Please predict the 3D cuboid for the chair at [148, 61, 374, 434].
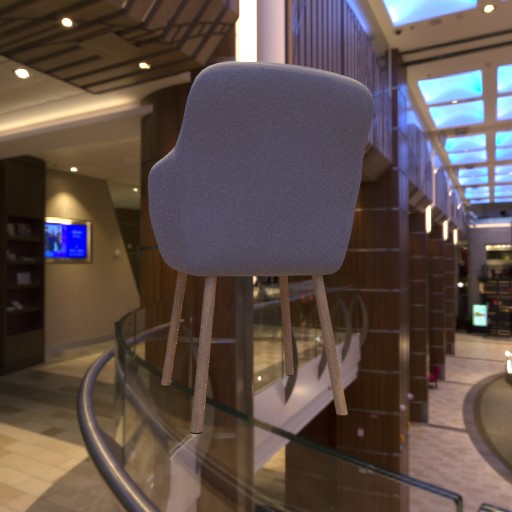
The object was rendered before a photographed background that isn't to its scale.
[{"bbox_3d":[0.000,0.000,1.234,0.570,0.830,0.590,0,-1,-18],"label":"chair"}]
